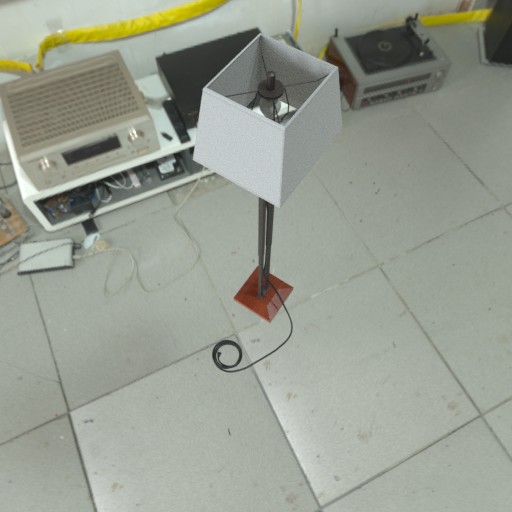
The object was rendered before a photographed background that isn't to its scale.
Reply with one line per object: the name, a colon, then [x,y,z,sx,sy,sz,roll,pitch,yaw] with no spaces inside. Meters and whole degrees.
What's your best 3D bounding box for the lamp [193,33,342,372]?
lamp: [0.000,0.000,1.984,0.472,1.712,0.745,31,67,15]
